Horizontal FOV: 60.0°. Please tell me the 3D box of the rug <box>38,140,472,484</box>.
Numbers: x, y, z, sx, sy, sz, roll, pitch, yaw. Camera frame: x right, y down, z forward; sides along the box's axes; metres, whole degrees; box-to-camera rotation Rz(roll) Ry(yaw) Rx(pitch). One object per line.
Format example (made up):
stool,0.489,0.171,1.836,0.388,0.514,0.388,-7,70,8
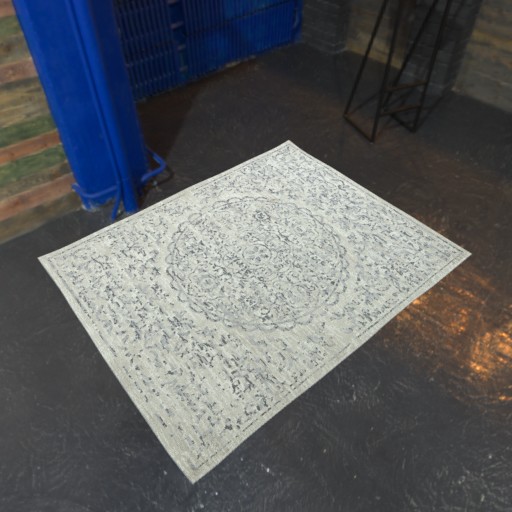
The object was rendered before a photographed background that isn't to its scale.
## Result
rug,0.000,0.000,3.812,2.925,0.026,2.343,-31,54,-26
